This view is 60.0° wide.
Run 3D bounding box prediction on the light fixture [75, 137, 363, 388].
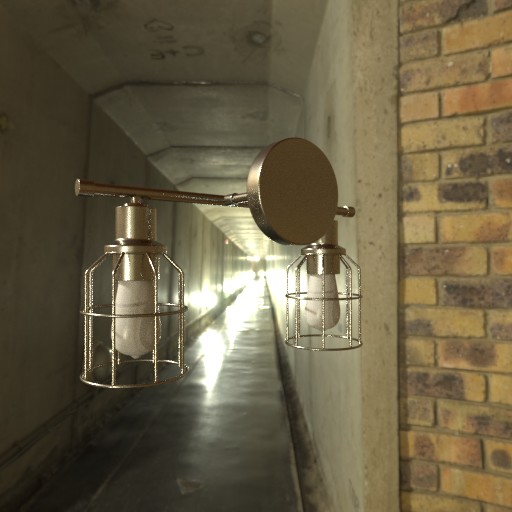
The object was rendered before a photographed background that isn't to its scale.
[{"bbox_3d":[0.000,0.000,0.543,0.406,0.254,0.165,0,0,-37],"label":"light fixture"}]
